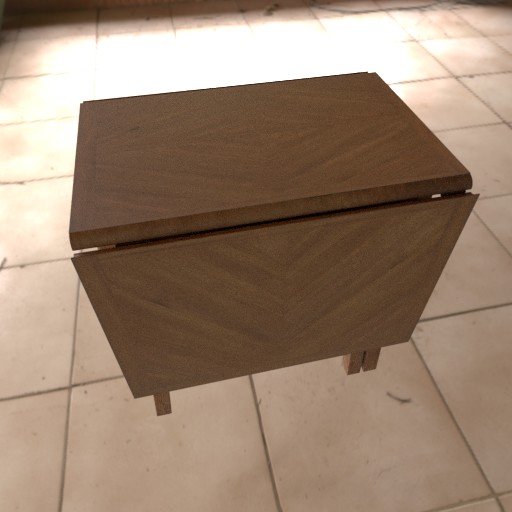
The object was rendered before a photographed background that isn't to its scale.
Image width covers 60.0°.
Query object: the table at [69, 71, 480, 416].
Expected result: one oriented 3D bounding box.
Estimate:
[{"bbox_3d":[0.000,0.000,1.587,0.967,0.981,0.701,-9,47,-9],"label":"table"}]
